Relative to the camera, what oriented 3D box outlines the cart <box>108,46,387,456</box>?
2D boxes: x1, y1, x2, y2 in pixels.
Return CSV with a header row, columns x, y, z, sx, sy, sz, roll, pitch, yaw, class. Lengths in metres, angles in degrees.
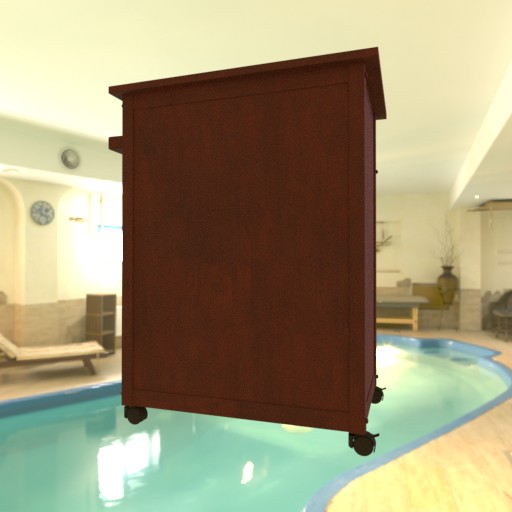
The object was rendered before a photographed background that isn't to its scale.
x,y,z,sx,sy,sz,roll,pitch,yaw,class
0.000,0.000,1.234,0.683,0.864,0.442,0,-1,19,cart
